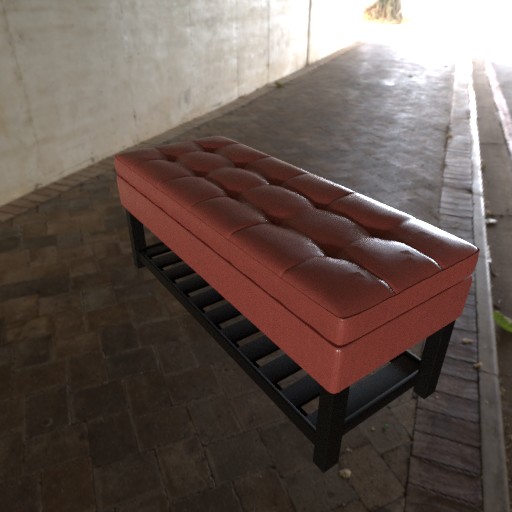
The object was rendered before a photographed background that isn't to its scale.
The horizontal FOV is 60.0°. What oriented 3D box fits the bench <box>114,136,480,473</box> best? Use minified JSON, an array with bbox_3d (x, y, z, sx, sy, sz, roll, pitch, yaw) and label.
[{"bbox_3d":[0.000,0.000,1.340,0.432,0.460,1.105,-20,36,-30],"label":"bench"}]
